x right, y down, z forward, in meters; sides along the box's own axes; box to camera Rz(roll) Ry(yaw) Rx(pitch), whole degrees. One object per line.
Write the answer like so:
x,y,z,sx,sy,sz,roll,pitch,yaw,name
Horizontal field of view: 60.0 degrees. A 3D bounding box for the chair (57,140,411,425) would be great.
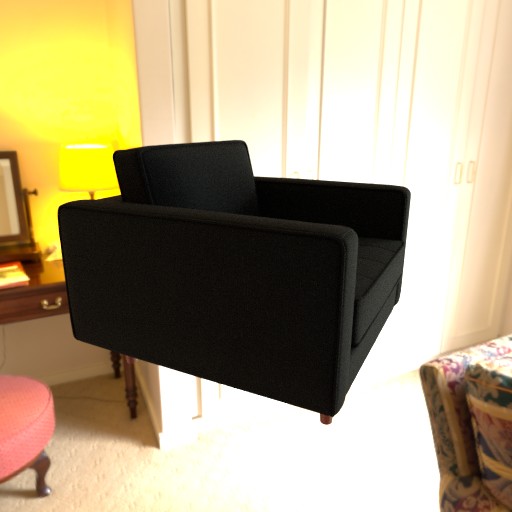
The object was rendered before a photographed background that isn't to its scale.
0.000,0.000,1.560,0.920,0.770,0.899,8,19,26,chair
